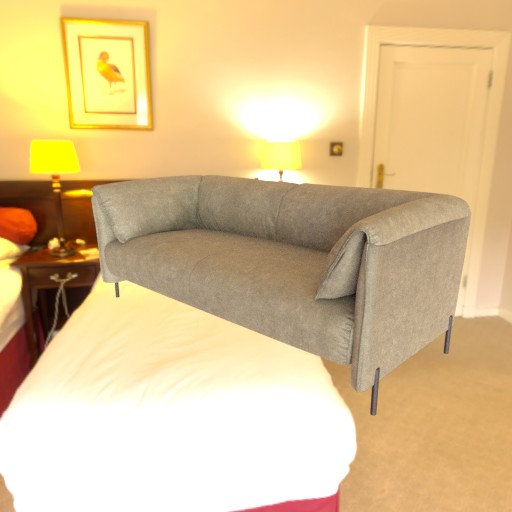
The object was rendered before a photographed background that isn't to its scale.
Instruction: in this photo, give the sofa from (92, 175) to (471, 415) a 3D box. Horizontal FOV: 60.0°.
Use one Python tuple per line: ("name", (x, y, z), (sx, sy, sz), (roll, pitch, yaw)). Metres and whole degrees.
("sofa", (0.000, 0.000, 2.367), (1.878, 0.747, 0.905), (13, 20, 42))
